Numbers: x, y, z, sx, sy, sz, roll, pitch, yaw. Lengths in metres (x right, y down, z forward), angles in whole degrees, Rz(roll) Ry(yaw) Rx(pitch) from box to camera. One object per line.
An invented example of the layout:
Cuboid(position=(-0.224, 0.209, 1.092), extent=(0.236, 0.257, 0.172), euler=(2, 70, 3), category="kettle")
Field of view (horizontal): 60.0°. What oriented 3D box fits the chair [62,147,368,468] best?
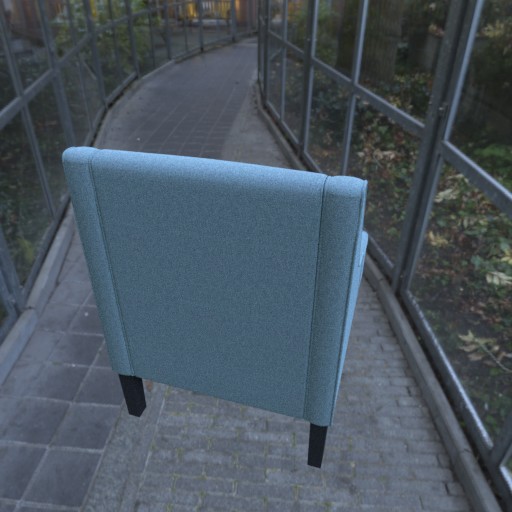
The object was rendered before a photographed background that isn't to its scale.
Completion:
Cuboid(position=(0.000, 0.000, 1.842), extent=(0.857, 1.133, 1.025), euler=(9, 33, 15), category="chair")
